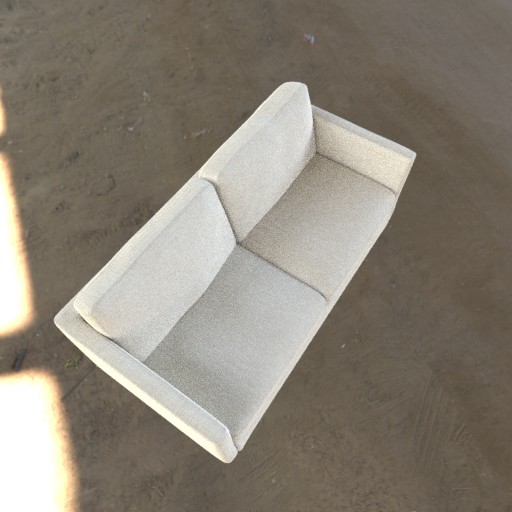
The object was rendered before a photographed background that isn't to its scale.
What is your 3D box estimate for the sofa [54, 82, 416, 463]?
[{"bbox_3d":[0.000,0.000,2.423,0.950,0.963,1.838,31,64,17],"label":"sofa"}]
